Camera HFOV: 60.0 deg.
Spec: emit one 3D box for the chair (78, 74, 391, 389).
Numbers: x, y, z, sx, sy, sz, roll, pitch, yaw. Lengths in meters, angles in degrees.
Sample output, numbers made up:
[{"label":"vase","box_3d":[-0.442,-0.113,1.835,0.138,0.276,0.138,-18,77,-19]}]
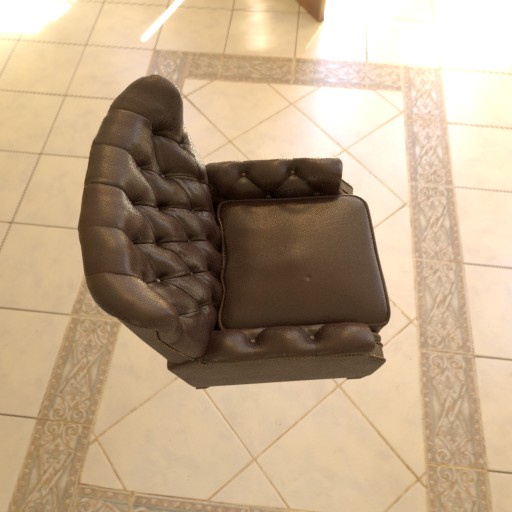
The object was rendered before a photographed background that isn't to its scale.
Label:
[{"label":"chair","box_3d":[0.000,0.000,1.420,0.823,0.864,0.709,-3,63,-2]}]
